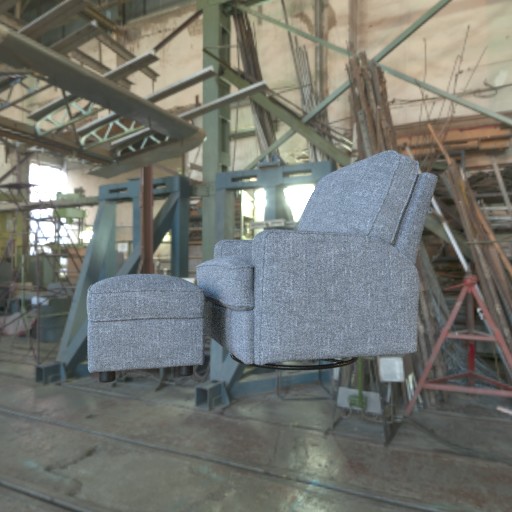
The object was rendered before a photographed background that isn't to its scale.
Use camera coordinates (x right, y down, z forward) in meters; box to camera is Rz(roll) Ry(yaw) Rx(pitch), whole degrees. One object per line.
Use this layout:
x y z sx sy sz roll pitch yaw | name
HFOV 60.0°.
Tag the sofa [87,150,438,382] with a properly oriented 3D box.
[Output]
0.000 0.000 2.087 1.472 0.959 0.861 0 -1 -18 | sofa
